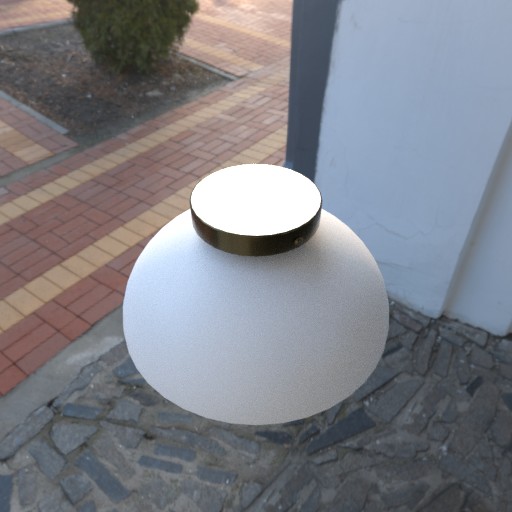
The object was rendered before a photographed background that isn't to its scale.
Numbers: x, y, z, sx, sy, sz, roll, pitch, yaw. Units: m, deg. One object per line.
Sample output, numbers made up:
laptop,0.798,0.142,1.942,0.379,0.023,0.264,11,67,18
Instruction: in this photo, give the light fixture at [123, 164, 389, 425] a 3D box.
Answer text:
light fixture,0.000,0.000,0.555,0.355,0.177,0.355,0,40,0
